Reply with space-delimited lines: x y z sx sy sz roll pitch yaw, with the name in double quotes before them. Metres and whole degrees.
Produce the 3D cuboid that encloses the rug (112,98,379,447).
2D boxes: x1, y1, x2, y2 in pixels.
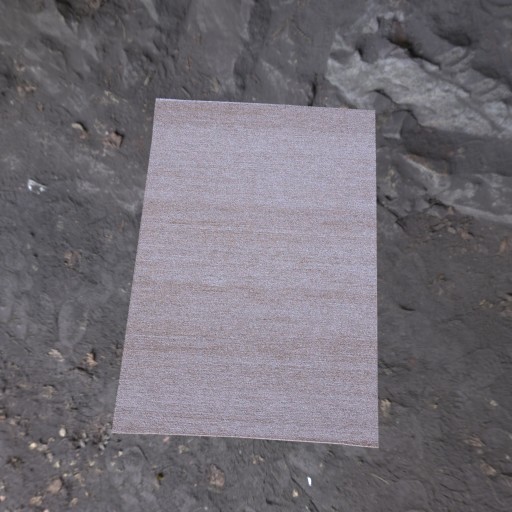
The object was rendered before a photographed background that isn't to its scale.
"rug" 0.000 0.000 2.921 1.596 0.030 2.283 3 75 1
